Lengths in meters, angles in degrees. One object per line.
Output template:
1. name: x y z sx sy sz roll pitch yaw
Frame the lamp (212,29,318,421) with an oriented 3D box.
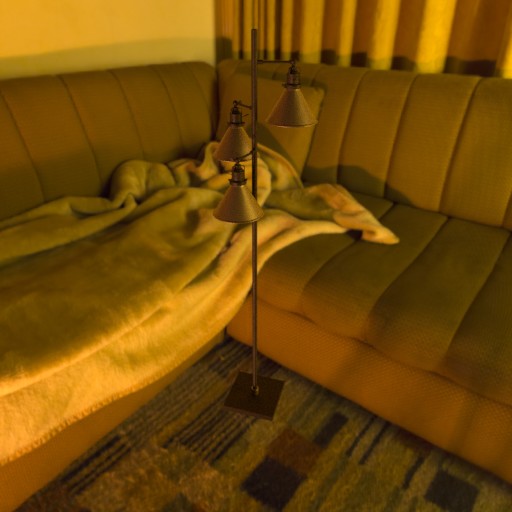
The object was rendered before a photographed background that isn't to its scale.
1. lamp: 0.000 0.000 1.882 0.428 1.716 0.415 8 30 14
